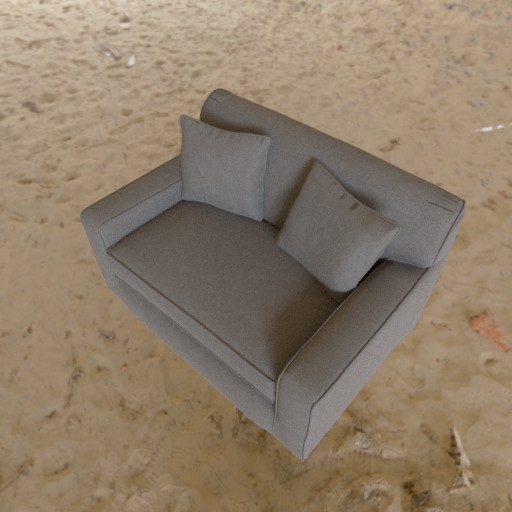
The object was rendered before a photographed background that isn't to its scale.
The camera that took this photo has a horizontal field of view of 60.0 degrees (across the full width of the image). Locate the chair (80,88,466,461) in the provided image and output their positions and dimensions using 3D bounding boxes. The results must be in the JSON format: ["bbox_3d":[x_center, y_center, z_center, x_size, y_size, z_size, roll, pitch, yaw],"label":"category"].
[{"bbox_3d":[0.000,0.000,2.076,1.395,0.953,0.992,34,56,27],"label":"chair"}]
